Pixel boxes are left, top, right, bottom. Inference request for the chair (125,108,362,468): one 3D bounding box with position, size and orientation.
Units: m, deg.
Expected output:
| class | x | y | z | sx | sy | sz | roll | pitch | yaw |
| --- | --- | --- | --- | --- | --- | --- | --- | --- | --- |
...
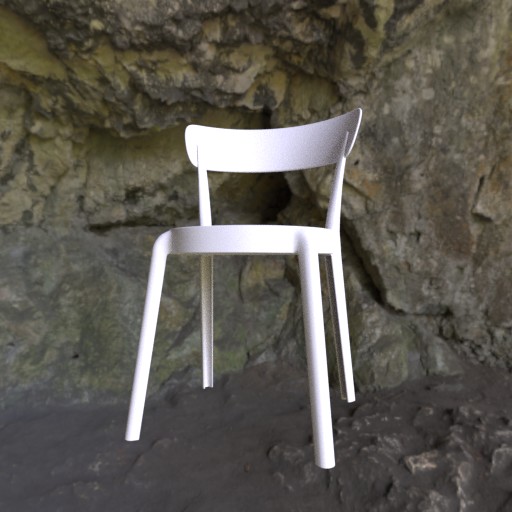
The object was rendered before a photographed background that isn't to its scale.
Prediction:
| class | x | y | z | sx | sy | sz | roll | pitch | yaw |
| --- | --- | --- | --- | --- | --- | --- | --- | --- | --- |
| chair | 0.000 | 0.000 | 1.117 | 0.506 | 0.790 | 0.491 | 0 | -1 | 17 |
